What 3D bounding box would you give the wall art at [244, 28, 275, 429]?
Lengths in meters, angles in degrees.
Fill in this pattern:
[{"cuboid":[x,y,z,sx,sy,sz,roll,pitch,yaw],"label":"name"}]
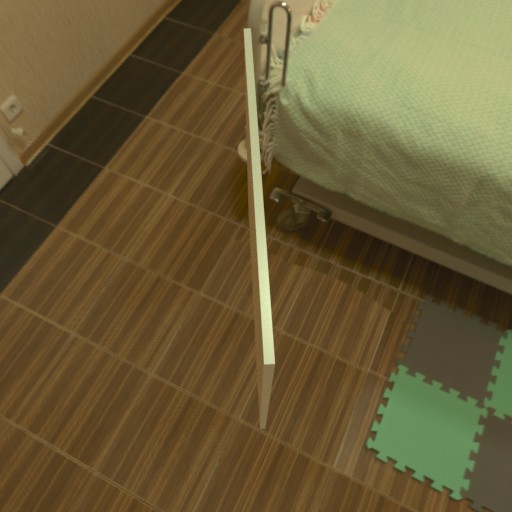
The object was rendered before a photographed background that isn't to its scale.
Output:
[{"cuboid":[0.000,0.000,0.849,0.012,0.557,0.557,-3,62,-1],"label":"wall art"}]
